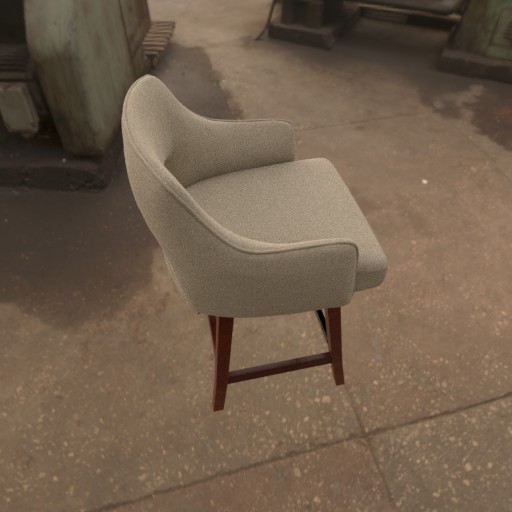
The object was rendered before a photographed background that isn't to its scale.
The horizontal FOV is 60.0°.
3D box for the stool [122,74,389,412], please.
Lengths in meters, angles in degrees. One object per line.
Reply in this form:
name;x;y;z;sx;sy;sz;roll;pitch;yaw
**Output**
stool;0.000;0.000;1.250;0.560;0.936;0.550;-9;47;-9
